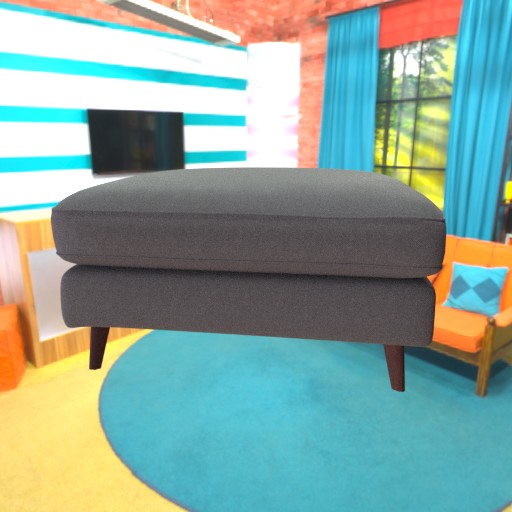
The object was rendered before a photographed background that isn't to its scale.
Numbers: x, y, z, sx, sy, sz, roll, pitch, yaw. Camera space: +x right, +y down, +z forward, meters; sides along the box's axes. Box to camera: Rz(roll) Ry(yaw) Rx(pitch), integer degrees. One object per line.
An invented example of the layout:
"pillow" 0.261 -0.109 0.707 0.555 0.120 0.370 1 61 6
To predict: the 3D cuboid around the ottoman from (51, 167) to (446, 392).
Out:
"ottoman" 0.000 0.000 1.165 0.811 0.449 0.608 2 15 7
